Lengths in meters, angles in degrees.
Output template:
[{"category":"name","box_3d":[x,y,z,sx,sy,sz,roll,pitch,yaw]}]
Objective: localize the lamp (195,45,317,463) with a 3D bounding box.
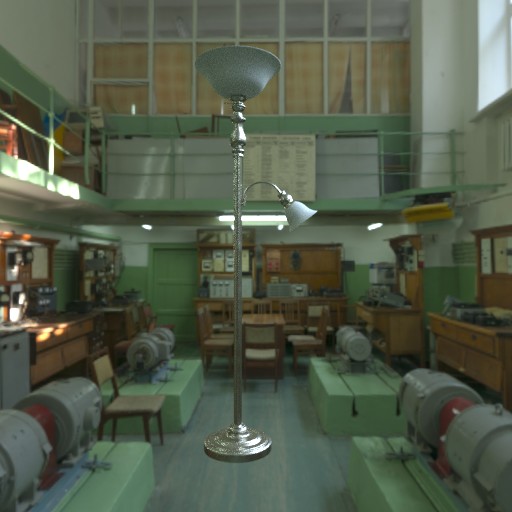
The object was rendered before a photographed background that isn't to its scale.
[{"category":"lamp","box_3d":[0.000,0.000,2.076,0.575,1.785,0.405,0,-1,-1]}]
